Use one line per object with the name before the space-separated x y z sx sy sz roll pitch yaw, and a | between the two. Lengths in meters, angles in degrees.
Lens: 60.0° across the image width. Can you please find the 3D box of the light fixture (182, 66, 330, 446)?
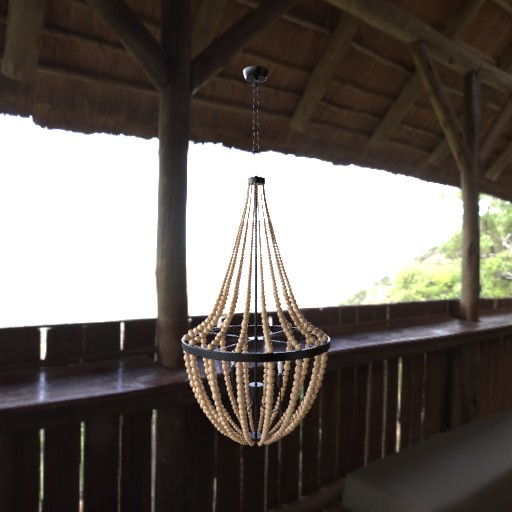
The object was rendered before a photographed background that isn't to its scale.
light fixture | 0.000 0.000 1.362 0.450 1.133 0.450 0 0 0
